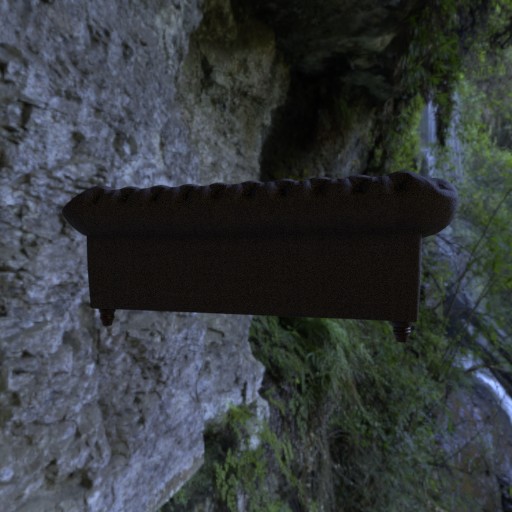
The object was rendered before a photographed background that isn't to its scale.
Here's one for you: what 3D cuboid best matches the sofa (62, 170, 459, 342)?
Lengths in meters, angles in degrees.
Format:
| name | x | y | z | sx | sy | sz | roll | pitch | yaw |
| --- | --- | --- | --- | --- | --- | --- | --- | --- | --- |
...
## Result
| name | x | y | z | sx | sy | sz | roll | pitch | yaw |
| --- | --- | --- | --- | --- | --- | --- | --- | --- | --- |
| sofa | 0.000 | 0.000 | 2.541 | 2.048 | 0.780 | 0.944 | 0 | 0 | 17 |
